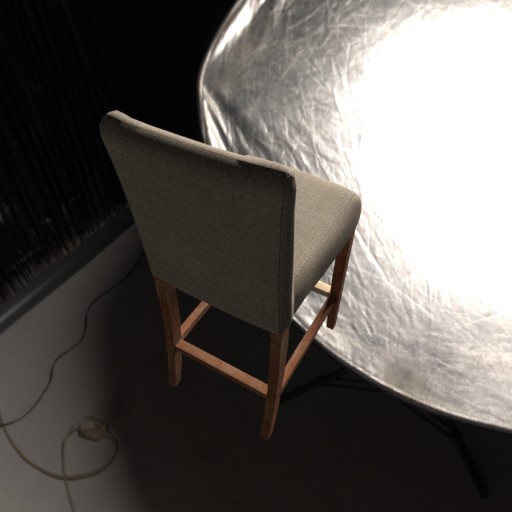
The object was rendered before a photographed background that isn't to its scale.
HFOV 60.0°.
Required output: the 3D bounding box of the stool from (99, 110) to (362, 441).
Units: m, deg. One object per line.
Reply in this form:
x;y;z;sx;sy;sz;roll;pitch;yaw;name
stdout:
0.000;0.000;1.328;0.454;1.039;0.567;23;50;21;stool
